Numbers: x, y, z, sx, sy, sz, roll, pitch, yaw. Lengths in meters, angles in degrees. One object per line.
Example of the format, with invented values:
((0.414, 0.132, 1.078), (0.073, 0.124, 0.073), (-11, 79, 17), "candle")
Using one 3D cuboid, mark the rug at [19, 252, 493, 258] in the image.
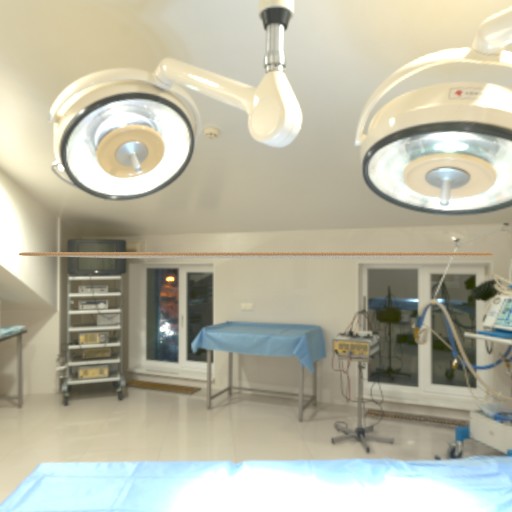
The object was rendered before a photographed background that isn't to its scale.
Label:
((0.000, 0.000, 2.075), (1.668, 0.012, 1.061), (0, -1, 1), "rug")
